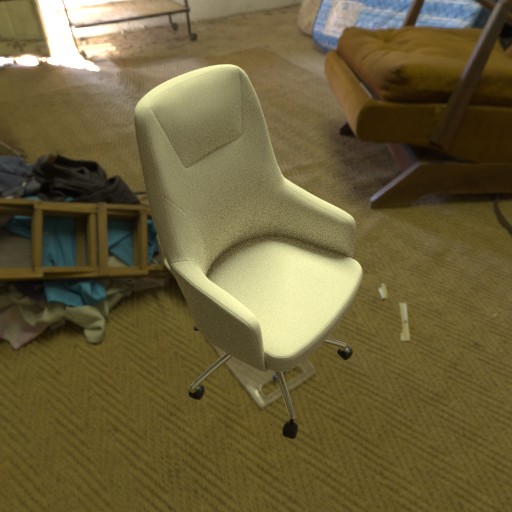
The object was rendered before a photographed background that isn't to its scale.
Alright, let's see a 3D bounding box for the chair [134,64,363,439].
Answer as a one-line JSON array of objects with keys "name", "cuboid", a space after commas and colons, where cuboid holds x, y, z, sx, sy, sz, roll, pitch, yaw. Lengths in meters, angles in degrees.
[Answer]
[{"name": "chair", "cuboid": [0.000, 0.000, 1.450, 0.640, 1.049, 0.620, 25, 47, 26]}]
